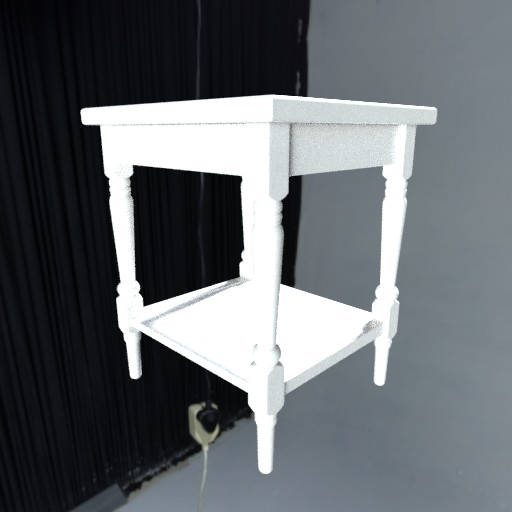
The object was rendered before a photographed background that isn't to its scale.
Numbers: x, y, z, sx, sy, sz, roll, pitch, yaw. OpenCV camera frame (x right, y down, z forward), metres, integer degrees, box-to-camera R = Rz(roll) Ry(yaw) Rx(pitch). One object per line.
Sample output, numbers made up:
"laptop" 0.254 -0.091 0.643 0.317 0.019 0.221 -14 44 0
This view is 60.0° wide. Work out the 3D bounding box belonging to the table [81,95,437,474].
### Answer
"table" 0.000 0.000 0.892 0.488 0.565 0.442 15 22 43
